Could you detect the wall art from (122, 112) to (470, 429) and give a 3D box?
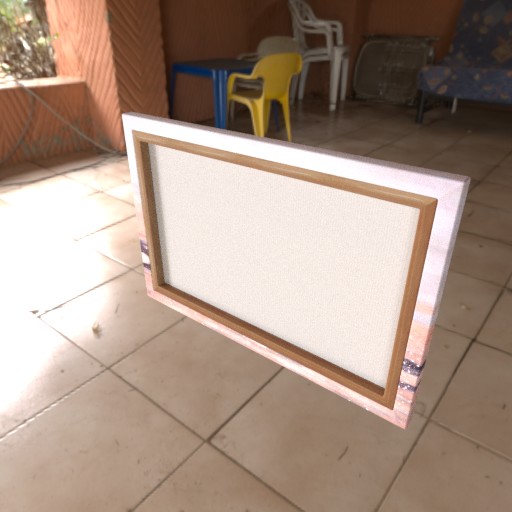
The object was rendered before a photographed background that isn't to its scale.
[{"bbox_3d":[0.000,0.000,1.146,0.913,0.609,0.038,21,35,32],"label":"wall art"}]
